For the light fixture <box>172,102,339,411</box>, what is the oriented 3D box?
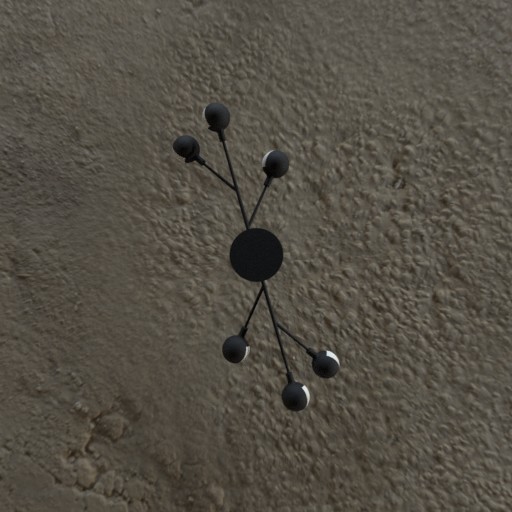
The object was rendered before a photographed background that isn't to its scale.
[{"bbox_3d":[0.000,0.000,1.009,0.434,0.362,0.778,0,89,0],"label":"light fixture"}]
